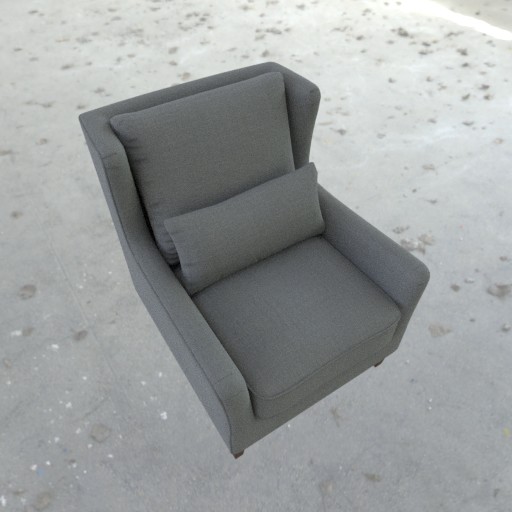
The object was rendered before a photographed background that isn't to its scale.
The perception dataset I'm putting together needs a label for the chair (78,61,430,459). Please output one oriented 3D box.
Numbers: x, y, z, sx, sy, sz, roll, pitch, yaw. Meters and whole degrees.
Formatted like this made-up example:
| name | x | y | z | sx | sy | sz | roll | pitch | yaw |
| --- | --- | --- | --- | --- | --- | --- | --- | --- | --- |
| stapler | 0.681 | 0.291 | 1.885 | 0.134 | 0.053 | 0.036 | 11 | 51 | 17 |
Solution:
| name | x | y | z | sx | sy | sz | roll | pitch | yaw |
| --- | --- | --- | --- | --- | --- | --- | --- | --- | --- |
| chair | 0.000 | 0.000 | 1.733 | 0.866 | 1.056 | 1.040 | -25 | 51 | -22 |
